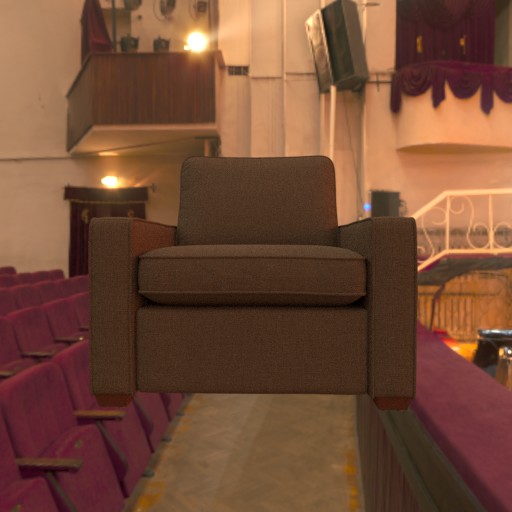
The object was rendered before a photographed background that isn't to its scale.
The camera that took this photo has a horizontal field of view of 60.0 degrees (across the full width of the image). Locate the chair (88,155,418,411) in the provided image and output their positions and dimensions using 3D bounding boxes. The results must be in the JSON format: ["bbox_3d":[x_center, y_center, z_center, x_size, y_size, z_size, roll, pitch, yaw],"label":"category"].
[{"bbox_3d":[0.000,0.000,1.771,1.017,0.919,0.940,0,1,2],"label":"chair"}]
